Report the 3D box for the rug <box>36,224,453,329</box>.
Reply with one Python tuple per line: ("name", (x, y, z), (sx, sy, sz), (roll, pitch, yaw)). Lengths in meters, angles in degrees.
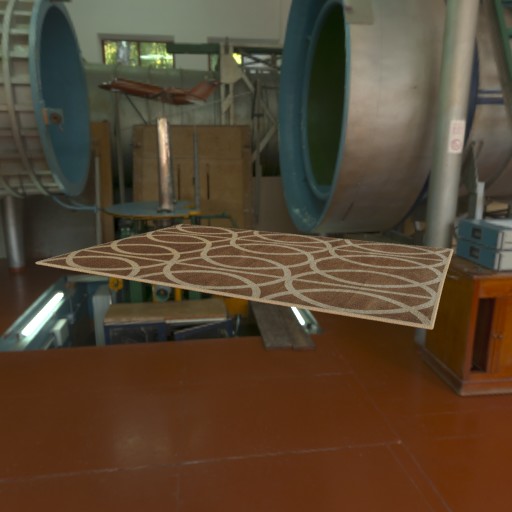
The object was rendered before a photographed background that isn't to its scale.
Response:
("rug", (0.000, 0.000, 2.887), (2.290, 0.014, 1.526), (7, 16, 25))
